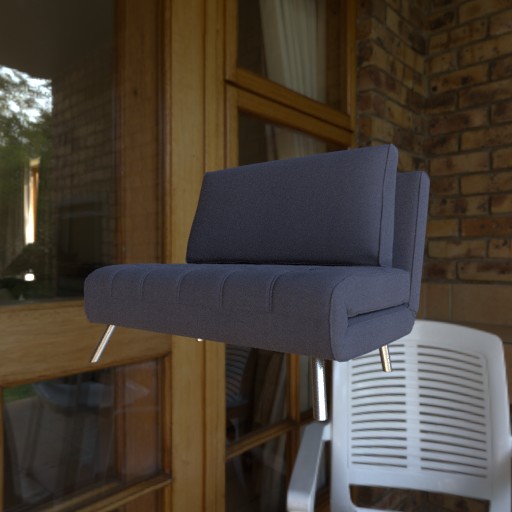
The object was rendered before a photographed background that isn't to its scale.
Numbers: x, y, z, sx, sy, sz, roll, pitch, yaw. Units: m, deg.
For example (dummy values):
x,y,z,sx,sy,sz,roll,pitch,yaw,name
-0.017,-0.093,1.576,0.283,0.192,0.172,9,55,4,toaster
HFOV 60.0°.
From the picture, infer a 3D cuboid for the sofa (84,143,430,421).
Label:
x,y,z,sx,sy,sz,roll,pitch,yaw,name
0.000,0.000,1.910,1.220,0.910,0.910,0,0,37,sofa
